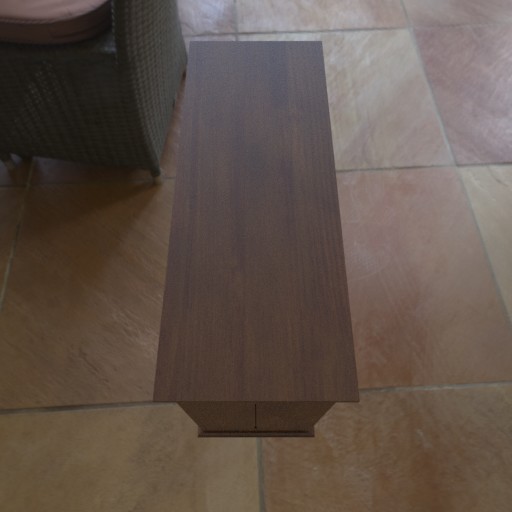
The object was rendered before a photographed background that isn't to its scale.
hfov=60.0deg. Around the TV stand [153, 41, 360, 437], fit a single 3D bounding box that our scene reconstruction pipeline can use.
[{"bbox_3d":[0.000,0.000,1.475,0.406,0.813,1.067,0,62,0],"label":"TV stand"}]
